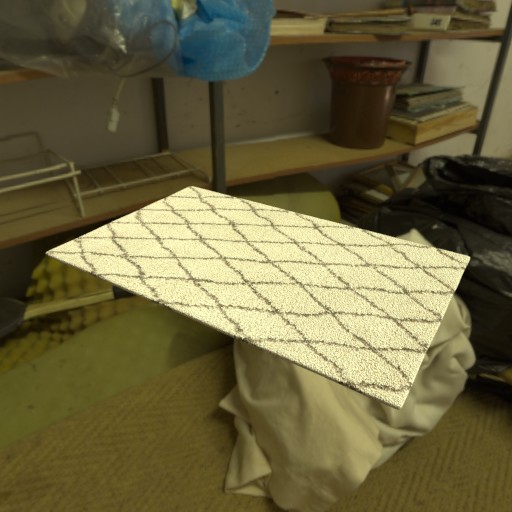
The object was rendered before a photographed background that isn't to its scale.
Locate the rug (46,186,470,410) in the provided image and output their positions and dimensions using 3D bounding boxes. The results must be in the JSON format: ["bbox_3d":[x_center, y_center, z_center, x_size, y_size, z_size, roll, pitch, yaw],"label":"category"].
[{"bbox_3d":[0.000,0.000,2.989,2.438,0.030,1.524,18,34,28],"label":"rug"}]
